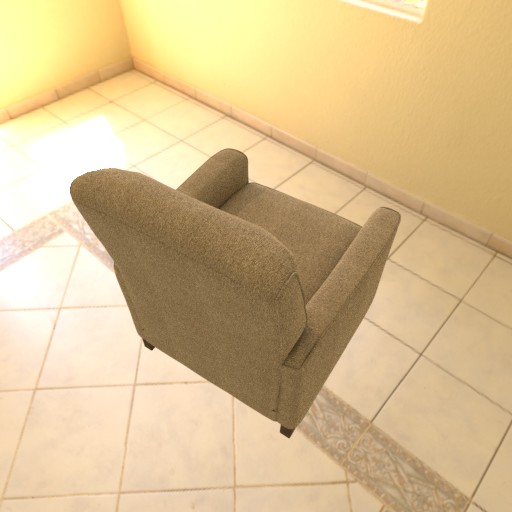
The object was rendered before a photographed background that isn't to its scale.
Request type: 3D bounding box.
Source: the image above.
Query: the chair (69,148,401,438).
[{"bbox_3d":[0.000,0.000,1.657,0.841,1.028,0.858,25,53,21],"label":"chair"}]
